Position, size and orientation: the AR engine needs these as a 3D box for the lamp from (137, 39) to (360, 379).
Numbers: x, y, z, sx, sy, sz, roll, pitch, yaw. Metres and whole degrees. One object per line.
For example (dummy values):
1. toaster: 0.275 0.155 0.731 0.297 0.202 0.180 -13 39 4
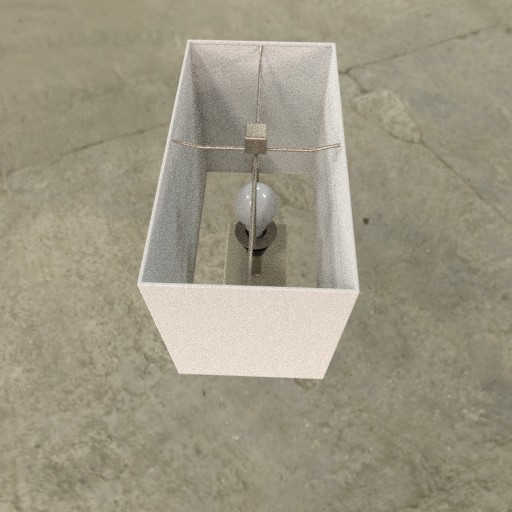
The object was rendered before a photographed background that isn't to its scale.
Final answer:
1. lamp: 0.000 0.000 0.704 0.200 0.515 0.380 2 58 1
